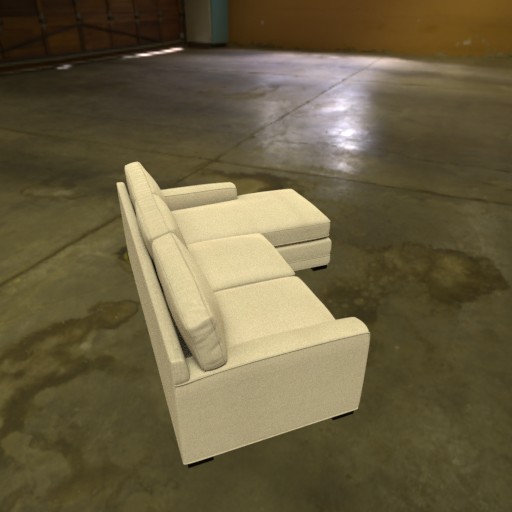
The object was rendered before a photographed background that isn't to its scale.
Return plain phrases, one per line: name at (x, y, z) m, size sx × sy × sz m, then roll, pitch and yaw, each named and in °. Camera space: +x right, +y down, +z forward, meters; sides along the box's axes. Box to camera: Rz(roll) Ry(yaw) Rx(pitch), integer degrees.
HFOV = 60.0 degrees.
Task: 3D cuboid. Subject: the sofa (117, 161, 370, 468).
sofa at (0.000, 0.000, 2.893) m, size 1.496 × 0.861 × 2.087 m, roll -11°, pitch 32°, yaw -18°
